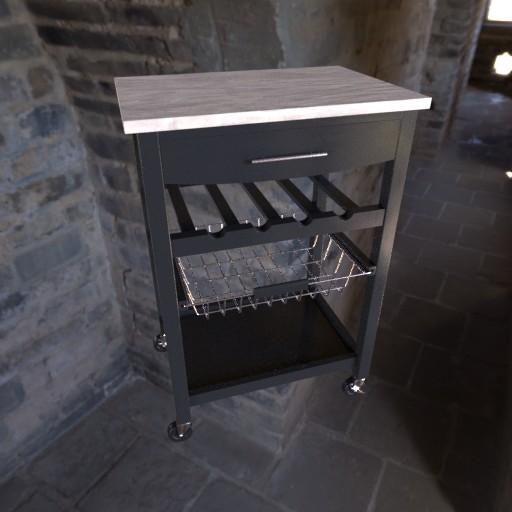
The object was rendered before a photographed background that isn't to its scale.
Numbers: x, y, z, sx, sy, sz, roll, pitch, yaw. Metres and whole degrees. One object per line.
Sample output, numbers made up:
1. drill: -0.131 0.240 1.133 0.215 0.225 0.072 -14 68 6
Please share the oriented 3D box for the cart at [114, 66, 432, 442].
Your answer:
1. cart: 0.000 0.000 1.156 0.584 0.839 0.403 -9 33 -15
